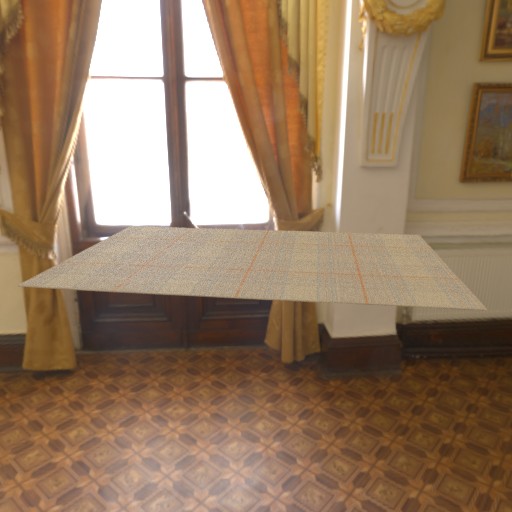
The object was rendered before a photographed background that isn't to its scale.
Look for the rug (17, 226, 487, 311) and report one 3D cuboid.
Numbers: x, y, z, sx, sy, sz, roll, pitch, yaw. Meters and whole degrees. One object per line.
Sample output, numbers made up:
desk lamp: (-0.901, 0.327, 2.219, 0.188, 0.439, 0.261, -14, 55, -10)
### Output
rug: (0.000, 0.000, 3.000, 2.442, 0.016, 1.527, 2, 16, 8)
